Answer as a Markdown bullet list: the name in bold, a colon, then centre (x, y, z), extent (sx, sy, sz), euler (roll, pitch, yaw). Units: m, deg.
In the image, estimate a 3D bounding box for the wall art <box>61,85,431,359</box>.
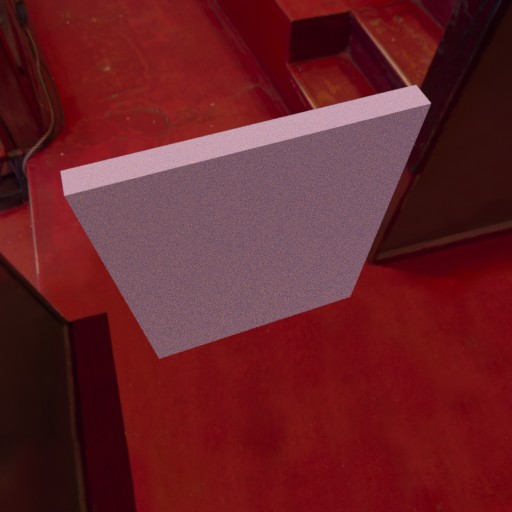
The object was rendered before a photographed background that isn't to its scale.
- **wall art**: centre (0.000, 0.000, 0.763), extent (0.451, 0.553, 0.039), euler (-16, 60, -10)
